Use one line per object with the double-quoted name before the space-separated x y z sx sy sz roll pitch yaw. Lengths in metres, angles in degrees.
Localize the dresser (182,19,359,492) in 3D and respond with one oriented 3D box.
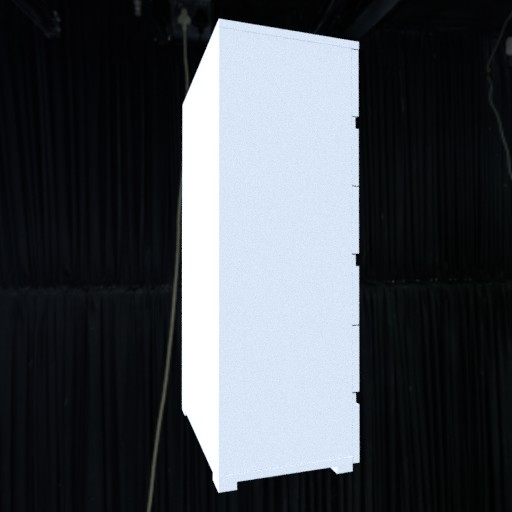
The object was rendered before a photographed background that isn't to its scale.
"dresser" 0.000 0.000 1.481 0.400 1.190 0.650 0 -1 -17
